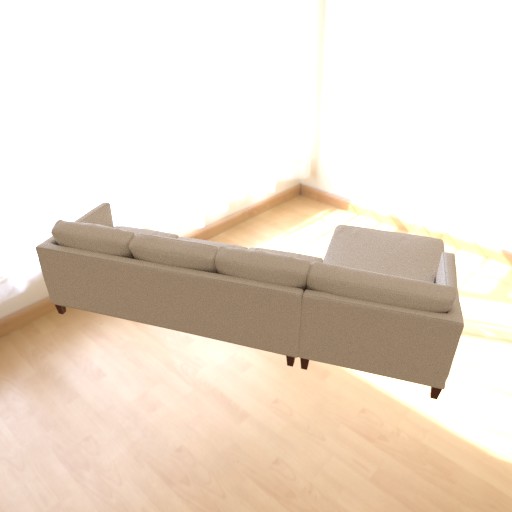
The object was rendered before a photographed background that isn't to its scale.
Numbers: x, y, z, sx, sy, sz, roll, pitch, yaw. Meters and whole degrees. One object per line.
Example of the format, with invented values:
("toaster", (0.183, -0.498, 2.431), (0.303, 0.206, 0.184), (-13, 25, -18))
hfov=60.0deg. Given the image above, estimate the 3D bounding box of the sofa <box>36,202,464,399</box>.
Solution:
("sofa", (0.000, 0.000, 3.885), (3.186, 0.846, 1.625), (9, 32, 15))
